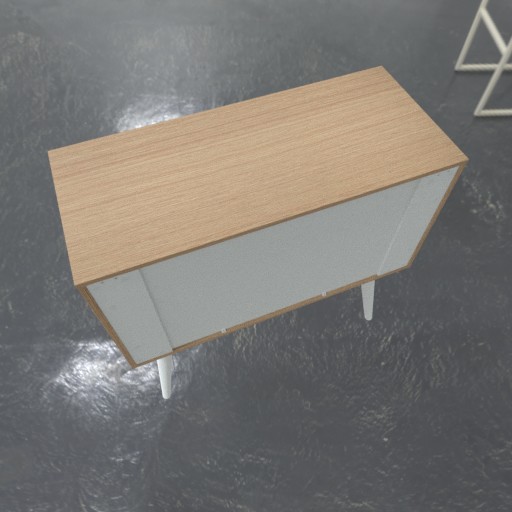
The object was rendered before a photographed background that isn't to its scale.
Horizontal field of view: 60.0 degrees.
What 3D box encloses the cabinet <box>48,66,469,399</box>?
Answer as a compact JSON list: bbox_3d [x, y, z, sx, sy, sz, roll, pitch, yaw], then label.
[{"bbox_3d":[0.000,0.000,1.637,1.057,1.016,0.470,-18,58,-12],"label":"cabinet"}]
